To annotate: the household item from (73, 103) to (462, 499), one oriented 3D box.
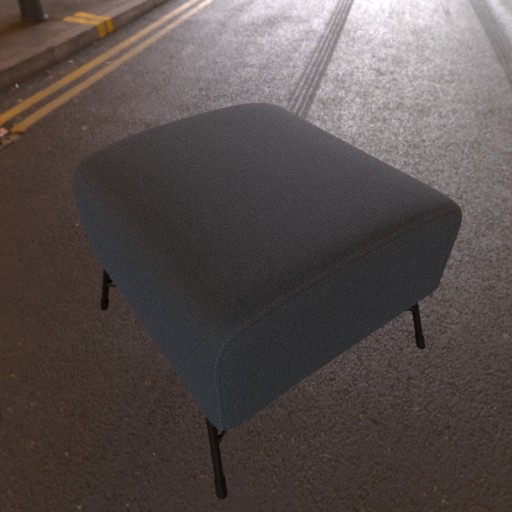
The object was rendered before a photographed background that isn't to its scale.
[{"bbox_3d":[0.000,0.000,0.864,0.530,0.420,0.530,-26,47,-26],"label":"household item"}]
